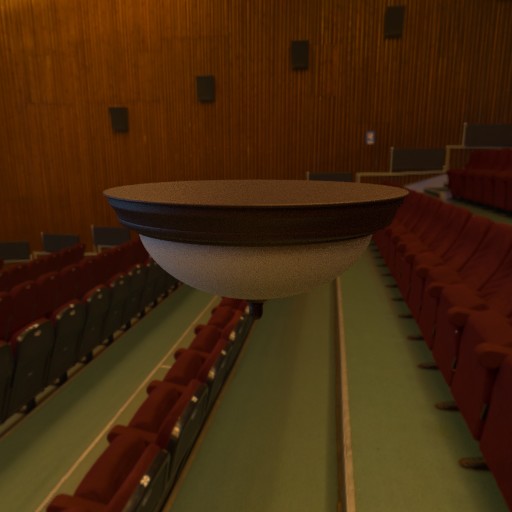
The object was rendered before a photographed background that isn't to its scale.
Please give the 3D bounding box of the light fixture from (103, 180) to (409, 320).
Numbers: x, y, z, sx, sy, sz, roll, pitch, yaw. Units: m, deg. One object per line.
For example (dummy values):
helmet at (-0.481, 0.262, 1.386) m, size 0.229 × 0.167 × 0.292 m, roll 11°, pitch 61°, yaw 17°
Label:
light fixture at (0.000, 0.000, 0.442) m, size 0.280 × 0.135 × 0.280 m, roll 0°, pitch 13°, yaw 0°
